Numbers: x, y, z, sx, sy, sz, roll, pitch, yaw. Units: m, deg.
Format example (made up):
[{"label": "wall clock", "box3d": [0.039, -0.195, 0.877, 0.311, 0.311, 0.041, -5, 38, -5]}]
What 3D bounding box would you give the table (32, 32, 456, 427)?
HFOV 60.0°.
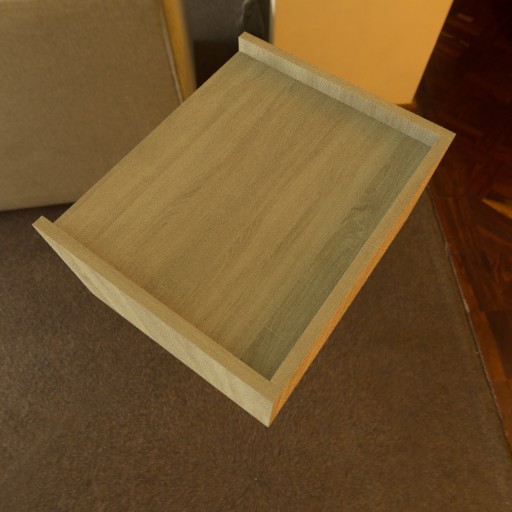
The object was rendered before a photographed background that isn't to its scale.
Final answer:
[{"label": "table", "box3d": [0.000, 0.000, 0.800, 0.370, 0.470, 0.450, 33, 68, 15]}]
